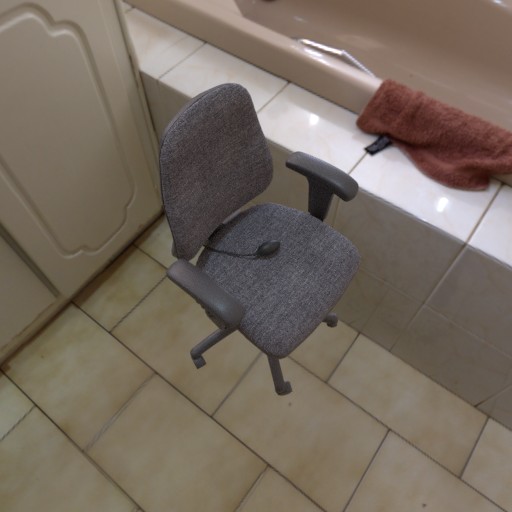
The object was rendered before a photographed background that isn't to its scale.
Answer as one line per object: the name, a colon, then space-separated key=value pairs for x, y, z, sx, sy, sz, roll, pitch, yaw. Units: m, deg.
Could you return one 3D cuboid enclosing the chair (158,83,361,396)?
chair: x=0.000 y=0.000 z=1.256 sx=0.530 sy=0.910 sz=0.550 roll=35 pitch=64 yaw=20
